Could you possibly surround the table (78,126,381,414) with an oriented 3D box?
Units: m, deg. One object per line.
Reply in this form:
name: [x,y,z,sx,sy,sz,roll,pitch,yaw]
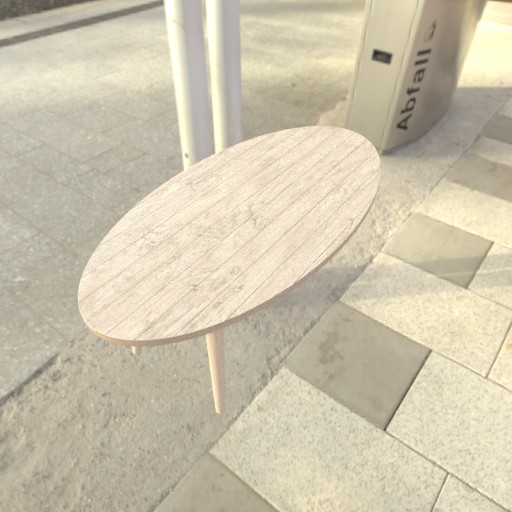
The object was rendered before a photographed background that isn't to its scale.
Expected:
table: [0.000,0.000,1.327,0.542,0.390,1.083,26,47,26]
